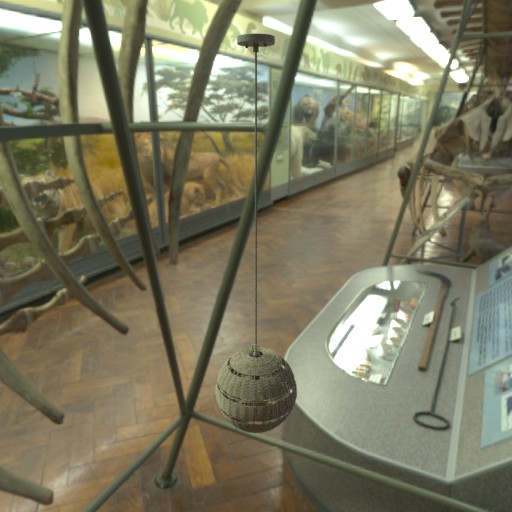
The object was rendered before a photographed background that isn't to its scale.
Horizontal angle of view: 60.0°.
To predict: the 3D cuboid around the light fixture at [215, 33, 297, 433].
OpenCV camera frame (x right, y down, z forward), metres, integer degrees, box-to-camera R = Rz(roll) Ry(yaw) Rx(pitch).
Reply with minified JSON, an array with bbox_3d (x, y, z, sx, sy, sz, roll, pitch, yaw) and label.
[{"bbox_3d":[0.000,0.000,2.252,0.457,2.019,0.457,9,20,26],"label":"light fixture"}]
